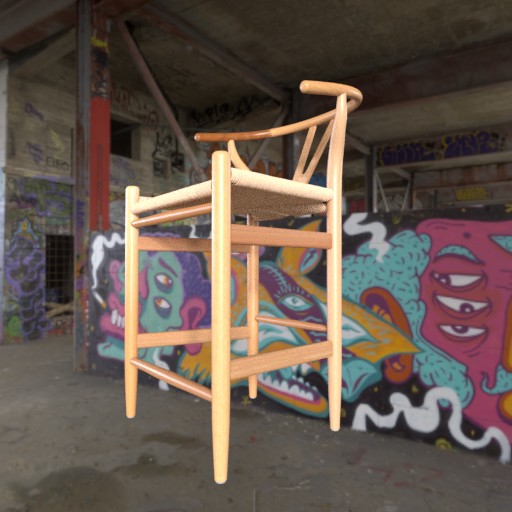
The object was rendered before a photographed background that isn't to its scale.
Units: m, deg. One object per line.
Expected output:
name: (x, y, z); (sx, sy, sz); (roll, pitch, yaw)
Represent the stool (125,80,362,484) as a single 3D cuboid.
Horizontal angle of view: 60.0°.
stool: (0.000, 0.000, 1.253); (0.575, 0.923, 0.536); (1, -2, -37)
